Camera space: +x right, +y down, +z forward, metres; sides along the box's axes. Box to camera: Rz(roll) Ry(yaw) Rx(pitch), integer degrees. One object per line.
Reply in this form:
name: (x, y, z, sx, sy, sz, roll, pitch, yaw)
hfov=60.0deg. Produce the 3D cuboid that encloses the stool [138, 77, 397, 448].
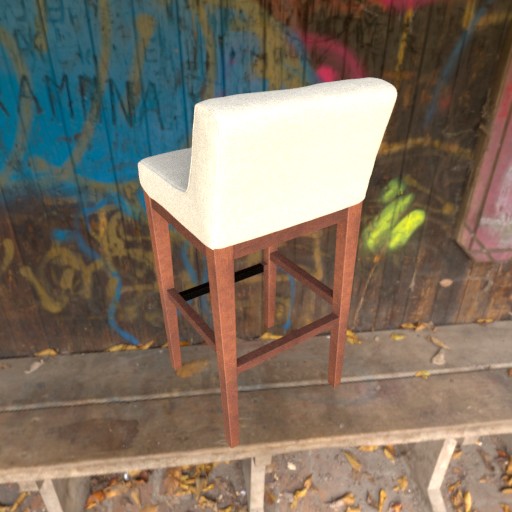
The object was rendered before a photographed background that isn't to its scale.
stool: (0.000, 0.000, 1.357, 0.511, 1.037, 0.500, -20, 36, -29)
